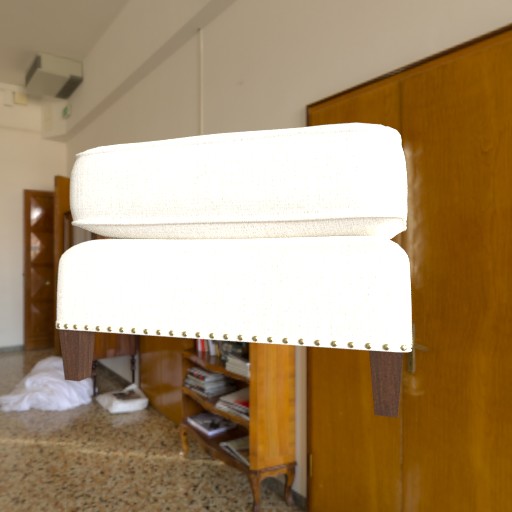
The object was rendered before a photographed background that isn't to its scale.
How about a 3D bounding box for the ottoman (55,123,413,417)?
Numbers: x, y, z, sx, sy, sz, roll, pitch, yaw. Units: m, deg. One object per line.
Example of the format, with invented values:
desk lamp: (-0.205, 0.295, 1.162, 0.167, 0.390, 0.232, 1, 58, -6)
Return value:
ottoman: (0.000, 0.000, 1.111, 0.738, 0.537, 0.589, 0, 0, 19)
